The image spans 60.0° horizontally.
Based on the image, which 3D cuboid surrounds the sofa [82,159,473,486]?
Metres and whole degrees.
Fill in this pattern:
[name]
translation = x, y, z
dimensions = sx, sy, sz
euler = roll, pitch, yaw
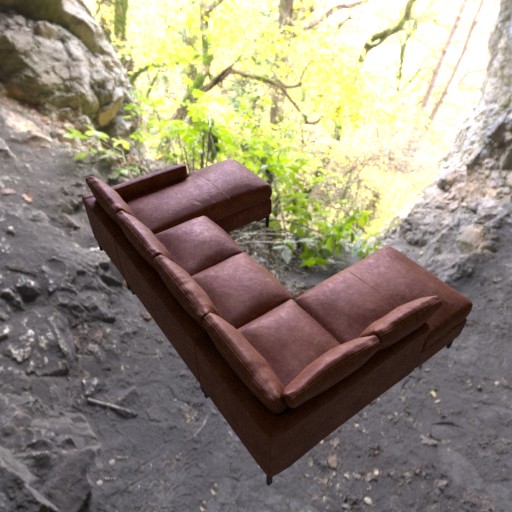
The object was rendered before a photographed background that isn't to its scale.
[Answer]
[sofa]
translation = 0.000, 0.000, 3.830
dimensions = 1.939, 0.900, 2.956
euler = -26, 48, -26
